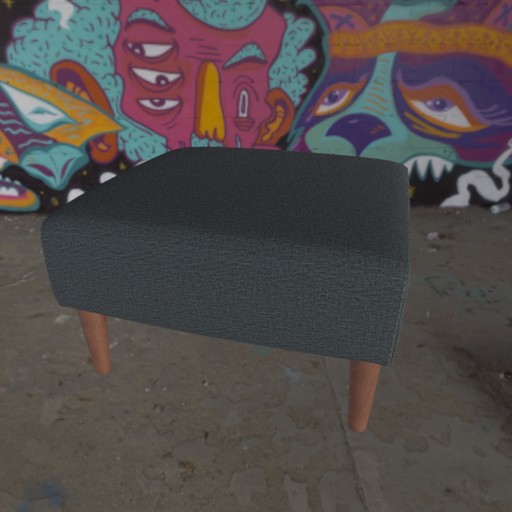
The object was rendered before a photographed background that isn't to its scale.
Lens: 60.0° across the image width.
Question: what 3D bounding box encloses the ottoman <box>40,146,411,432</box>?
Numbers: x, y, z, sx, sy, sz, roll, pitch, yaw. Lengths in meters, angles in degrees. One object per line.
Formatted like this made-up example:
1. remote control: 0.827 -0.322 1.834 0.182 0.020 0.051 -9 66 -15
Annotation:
1. ottoman: 0.000 0.000 1.044 0.650 0.398 0.649 8 27 15
